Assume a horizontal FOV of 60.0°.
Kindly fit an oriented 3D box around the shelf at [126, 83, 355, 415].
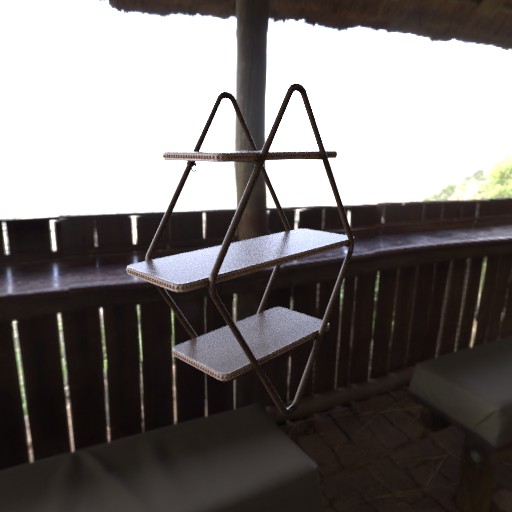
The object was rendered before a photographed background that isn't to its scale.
[{"bbox_3d":[0.000,0.000,1.080,0.234,0.774,0.609,13,19,42],"label":"shelf"}]
